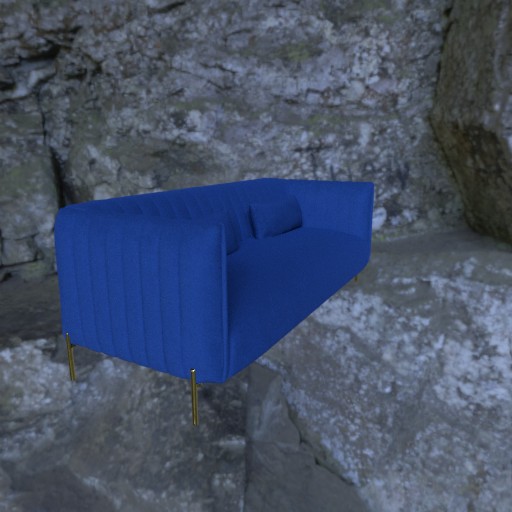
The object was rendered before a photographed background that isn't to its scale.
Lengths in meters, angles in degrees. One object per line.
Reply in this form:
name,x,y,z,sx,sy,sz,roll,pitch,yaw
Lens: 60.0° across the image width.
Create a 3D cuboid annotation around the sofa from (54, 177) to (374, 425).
sofa,0.000,0.000,2.635,0.896,0.793,2.136,8,16,28
